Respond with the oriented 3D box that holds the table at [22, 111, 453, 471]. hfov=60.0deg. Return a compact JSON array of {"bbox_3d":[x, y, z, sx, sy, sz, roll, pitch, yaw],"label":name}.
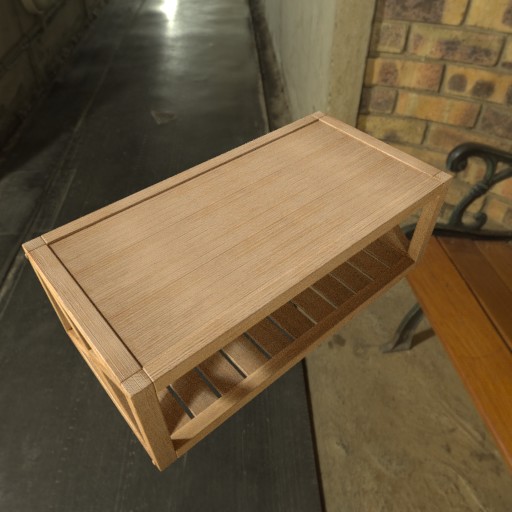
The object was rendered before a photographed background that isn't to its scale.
[{"bbox_3d":[0.000,0.000,1.628,1.321,0.457,0.660,-31,53,-28],"label":"table"}]
